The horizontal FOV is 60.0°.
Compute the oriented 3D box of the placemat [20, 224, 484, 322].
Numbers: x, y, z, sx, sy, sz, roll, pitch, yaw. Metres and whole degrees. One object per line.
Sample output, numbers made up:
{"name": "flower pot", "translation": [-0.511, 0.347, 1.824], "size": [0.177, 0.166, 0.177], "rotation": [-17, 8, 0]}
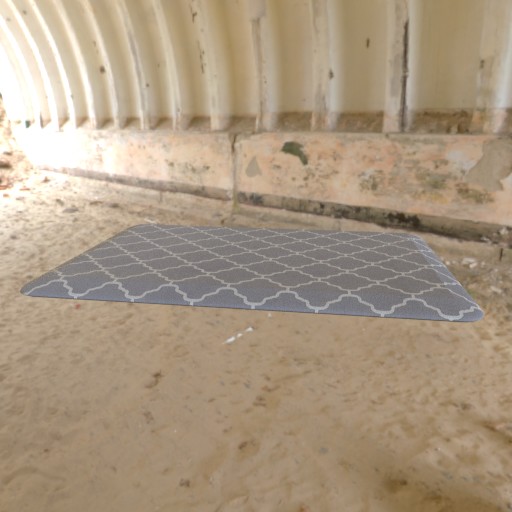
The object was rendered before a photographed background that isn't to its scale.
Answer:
{"name": "placemat", "translation": [0.000, 0.000, 0.931], "size": [0.762, 0.021, 0.508], "rotation": [2, 17, 8]}
